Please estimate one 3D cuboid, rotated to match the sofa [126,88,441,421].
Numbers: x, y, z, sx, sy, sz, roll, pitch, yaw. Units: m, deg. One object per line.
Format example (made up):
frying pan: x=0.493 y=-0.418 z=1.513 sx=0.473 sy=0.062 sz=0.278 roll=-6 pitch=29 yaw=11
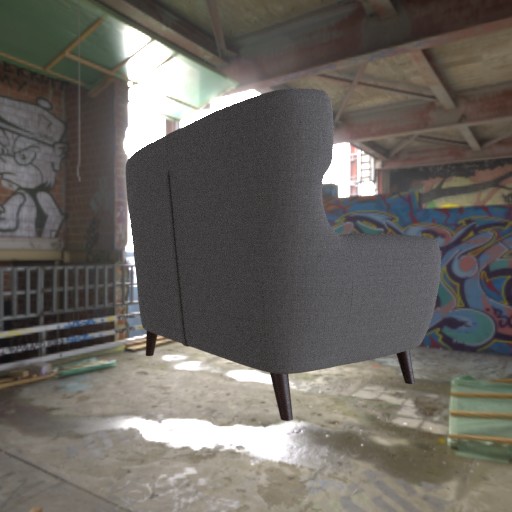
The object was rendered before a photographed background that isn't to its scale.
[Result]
sofa: x=0.000 y=0.000 z=2.015 sx=0.884 sy=1.028 sz=1.386 roll=0 pitch=1 yaw=-37
